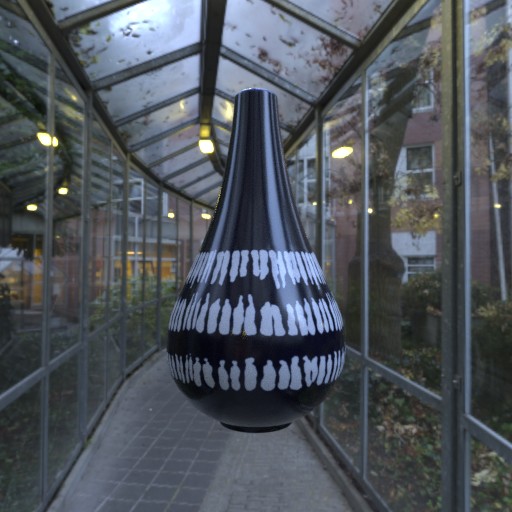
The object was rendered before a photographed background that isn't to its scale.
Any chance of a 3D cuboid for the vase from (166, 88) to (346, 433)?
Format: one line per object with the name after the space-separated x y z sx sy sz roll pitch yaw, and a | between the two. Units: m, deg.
0.000 0.000 0.403 0.159 0.295 0.159 0 -2 0 | vase
